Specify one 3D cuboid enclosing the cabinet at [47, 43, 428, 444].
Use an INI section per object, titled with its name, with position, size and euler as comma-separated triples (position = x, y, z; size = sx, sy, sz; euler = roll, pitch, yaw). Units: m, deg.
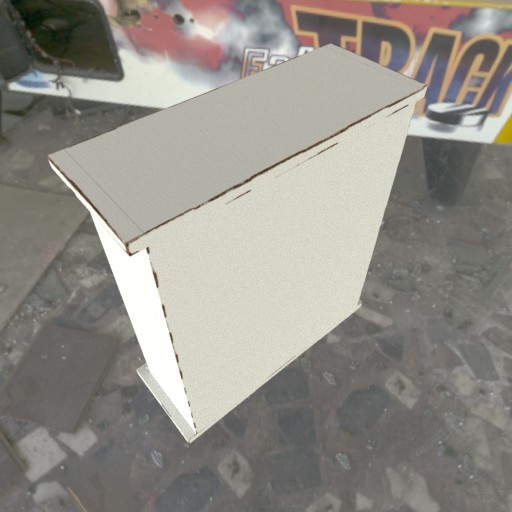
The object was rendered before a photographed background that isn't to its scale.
[cabinet]
position = 0.000, 0.000, 0.867
size = 0.541, 0.603, 0.210
euler = -32, 56, -26
